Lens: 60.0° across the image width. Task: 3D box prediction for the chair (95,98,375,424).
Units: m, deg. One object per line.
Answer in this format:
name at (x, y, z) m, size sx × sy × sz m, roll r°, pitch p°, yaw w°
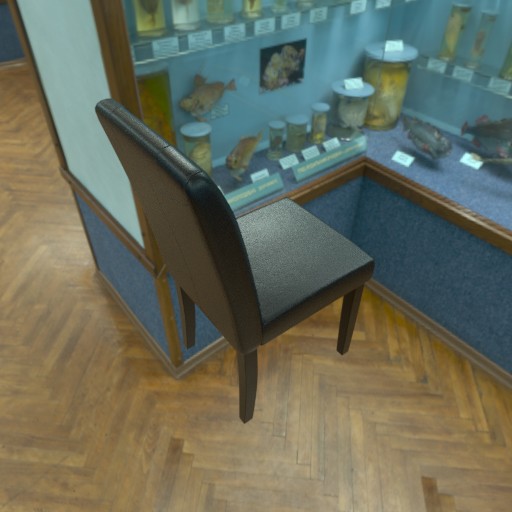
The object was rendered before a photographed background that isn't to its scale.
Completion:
chair at (0.000, 0.000, 1.210) m, size 0.556 × 0.897 × 0.399 m, roll -27°, pitch 48°, yaw -26°
